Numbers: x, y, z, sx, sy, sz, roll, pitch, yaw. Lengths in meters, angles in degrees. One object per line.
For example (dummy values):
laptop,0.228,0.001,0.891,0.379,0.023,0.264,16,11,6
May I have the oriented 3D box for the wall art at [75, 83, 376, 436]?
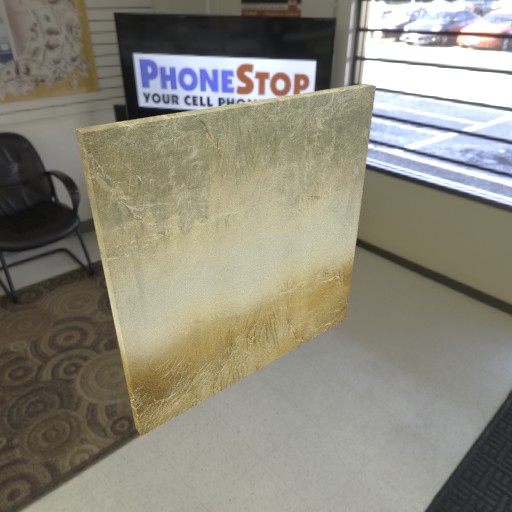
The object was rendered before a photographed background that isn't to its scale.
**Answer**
wall art,0.000,0.000,1.638,1.092,1.091,0.051,-22,36,-32
